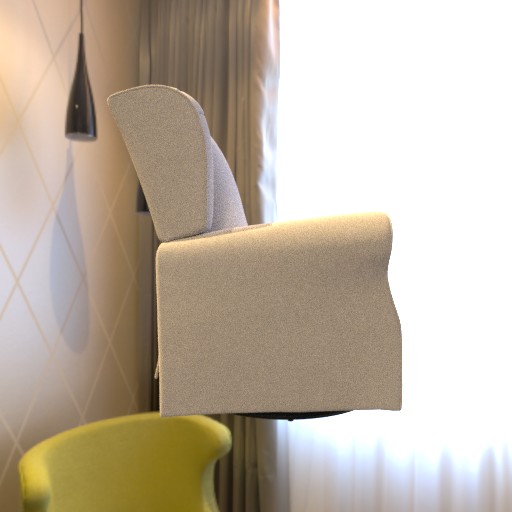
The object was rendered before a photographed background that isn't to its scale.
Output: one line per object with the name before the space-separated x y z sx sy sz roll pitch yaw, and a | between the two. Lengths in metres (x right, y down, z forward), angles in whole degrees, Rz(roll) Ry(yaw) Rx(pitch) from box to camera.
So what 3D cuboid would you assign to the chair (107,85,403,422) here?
chair | 0.000 0.000 1.622 0.854 0.967 0.906 0 0 -1
